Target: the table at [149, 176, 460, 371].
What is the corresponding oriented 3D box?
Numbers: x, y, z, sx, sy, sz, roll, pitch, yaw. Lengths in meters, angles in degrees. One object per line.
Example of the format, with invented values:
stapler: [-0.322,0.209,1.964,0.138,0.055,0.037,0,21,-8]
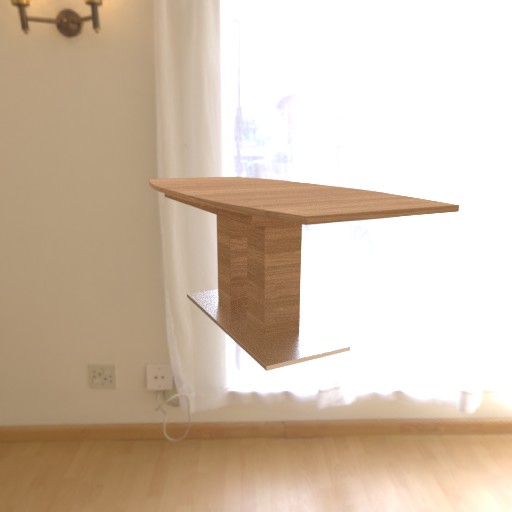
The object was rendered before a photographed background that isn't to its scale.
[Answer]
table: [0.000,0.000,2.459,0.900,0.750,2.032,-7,15,-26]
